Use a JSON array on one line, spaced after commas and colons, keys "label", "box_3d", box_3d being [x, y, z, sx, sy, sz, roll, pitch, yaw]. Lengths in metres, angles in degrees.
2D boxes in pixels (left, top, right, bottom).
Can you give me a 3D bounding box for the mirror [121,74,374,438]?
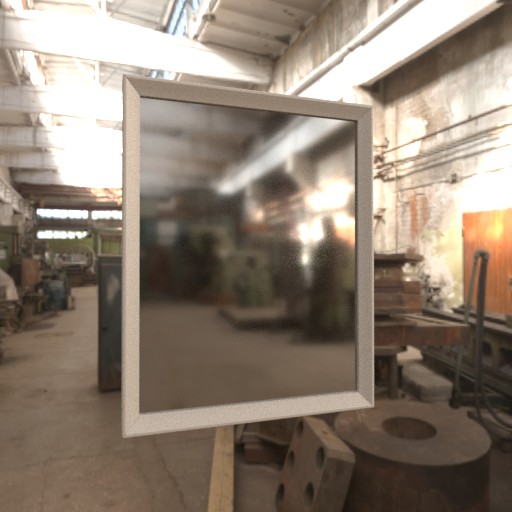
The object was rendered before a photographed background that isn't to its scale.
[{"label": "mirror", "box_3d": [0.000, 0.000, 0.701, 0.406, 0.509, 0.041, 0, 0, -19]}]
